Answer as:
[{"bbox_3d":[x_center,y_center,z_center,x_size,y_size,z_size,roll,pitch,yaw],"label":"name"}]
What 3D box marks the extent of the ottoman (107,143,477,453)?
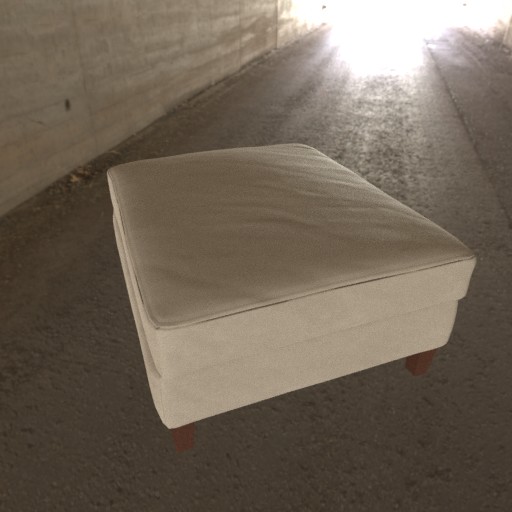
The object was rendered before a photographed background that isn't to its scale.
[{"bbox_3d":[0.000,0.000,1.462,0.836,0.492,1.002,-11,33,-18],"label":"ottoman"}]
